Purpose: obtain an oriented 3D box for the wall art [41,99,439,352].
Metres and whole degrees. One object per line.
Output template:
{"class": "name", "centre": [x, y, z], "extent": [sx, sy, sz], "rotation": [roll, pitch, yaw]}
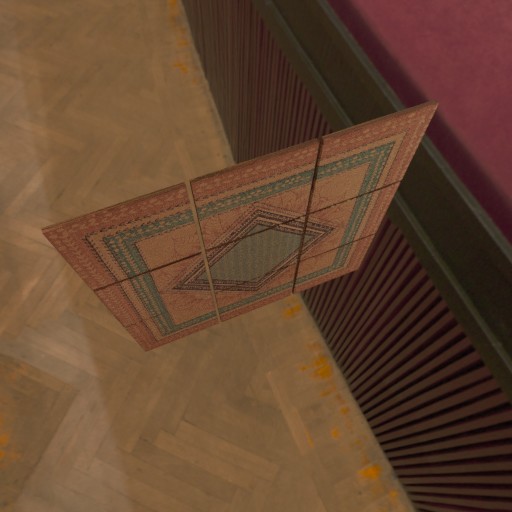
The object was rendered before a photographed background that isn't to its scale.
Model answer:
{"class": "wall art", "centre": [0.000, 0.000, 1.362], "extent": [0.915, 0.914, 0.013], "rotation": [-20, 65, -10]}
